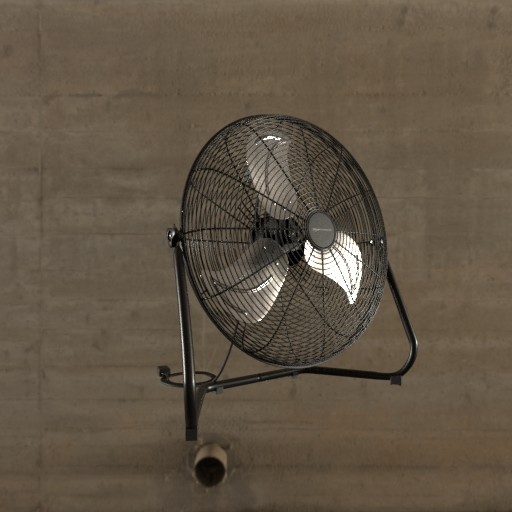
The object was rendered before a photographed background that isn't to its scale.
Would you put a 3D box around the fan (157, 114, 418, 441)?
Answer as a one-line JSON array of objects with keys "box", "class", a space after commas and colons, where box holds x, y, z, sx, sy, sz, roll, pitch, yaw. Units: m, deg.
[{"box": [0.000, 0.000, 1.046, 0.595, 0.605, 0.470, 0, 0, -35], "class": "fan"}]
